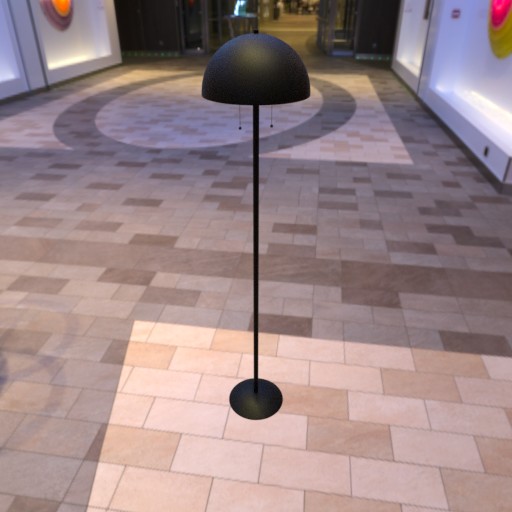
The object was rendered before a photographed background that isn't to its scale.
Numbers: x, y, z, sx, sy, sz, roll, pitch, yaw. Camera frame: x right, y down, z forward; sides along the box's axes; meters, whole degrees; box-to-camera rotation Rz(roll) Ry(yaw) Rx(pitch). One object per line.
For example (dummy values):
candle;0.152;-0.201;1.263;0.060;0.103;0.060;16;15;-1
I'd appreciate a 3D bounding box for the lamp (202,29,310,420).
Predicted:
lamp;0.000;0.000;1.625;0.328;1.480;0.328;-21;36;-32
